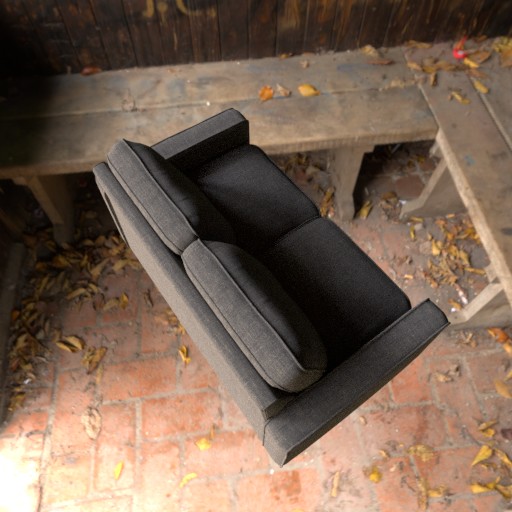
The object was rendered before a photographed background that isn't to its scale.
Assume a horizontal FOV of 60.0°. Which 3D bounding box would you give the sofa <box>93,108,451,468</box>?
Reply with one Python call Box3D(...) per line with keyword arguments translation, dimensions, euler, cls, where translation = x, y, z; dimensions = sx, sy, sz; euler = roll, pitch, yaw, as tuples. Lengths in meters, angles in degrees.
Box3D(translation=(0.000, 0.000, 2.273), dimensions=(0.947, 0.918, 1.709), euler=(-32, 64, -17), cls="sofa")
